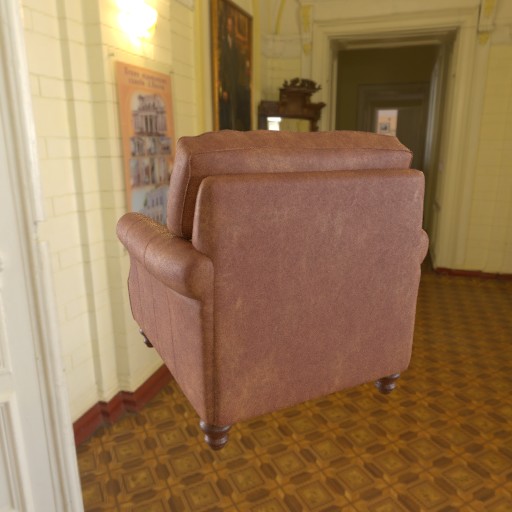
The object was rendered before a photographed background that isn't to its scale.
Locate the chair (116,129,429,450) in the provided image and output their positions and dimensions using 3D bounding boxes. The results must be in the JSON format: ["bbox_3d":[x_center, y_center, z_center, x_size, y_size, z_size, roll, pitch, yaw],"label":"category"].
[{"bbox_3d":[0.000,0.000,1.784,0.983,0.962,0.986,-7,16,-26],"label":"chair"}]
